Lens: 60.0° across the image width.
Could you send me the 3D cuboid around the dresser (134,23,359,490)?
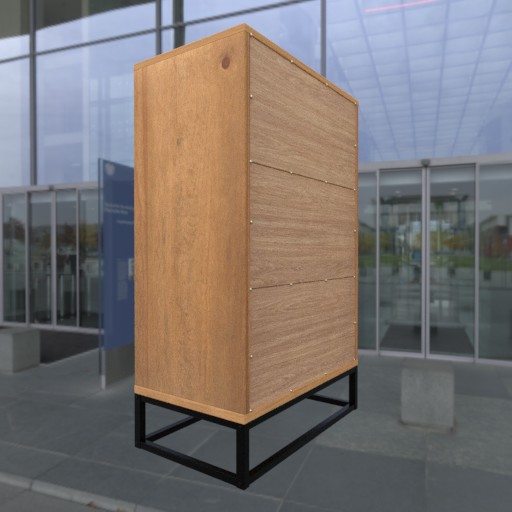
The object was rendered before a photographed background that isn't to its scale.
[{"bbox_3d":[0.000,0.000,1.618,0.479,1.240,0.761,1,1,36],"label":"dresser"}]
